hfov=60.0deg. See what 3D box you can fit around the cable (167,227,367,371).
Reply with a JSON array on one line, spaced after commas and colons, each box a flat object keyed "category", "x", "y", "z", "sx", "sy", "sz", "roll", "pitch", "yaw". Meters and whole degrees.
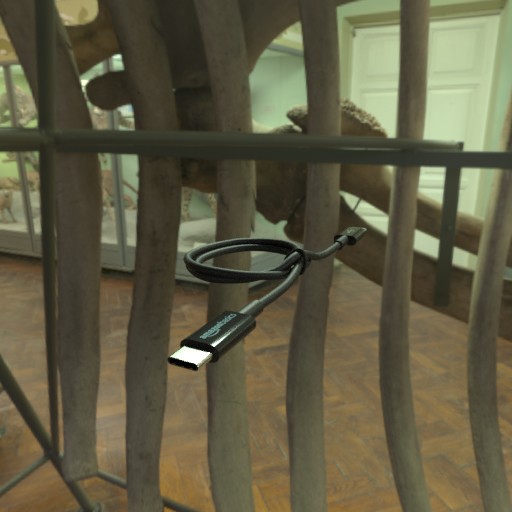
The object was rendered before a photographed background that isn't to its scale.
[{"category": "cable", "x": 0.000, "y": 0.000, "z": 0.226, "sx": 0.070, "sy": 0.014, "sz": 0.203, "roll": 8, "pitch": 18, "yaw": 25}]
